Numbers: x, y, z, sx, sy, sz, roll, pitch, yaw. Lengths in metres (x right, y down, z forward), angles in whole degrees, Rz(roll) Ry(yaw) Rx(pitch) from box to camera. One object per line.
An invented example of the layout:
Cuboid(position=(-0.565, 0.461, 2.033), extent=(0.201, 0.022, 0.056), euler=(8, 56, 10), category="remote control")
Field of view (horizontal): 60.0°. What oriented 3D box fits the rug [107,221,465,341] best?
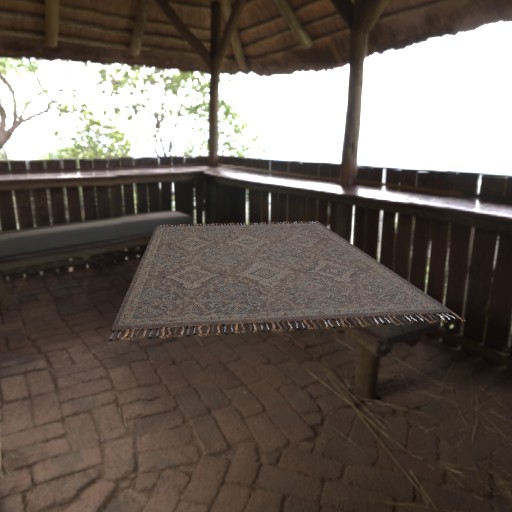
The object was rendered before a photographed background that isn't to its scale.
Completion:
Cuboid(position=(0.000, 0.000, 2.997), extent=(1.516, 0.010, 2.434), euler=(-2, 15, -7), category="rug")
